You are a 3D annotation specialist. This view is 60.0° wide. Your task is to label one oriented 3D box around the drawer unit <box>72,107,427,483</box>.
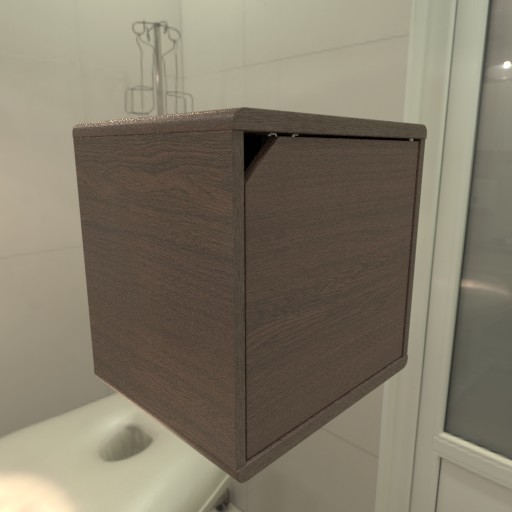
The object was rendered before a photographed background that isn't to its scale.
[{"bbox_3d":[0.000,0.000,0.596,0.290,0.344,0.344,13,18,43],"label":"drawer unit"}]
